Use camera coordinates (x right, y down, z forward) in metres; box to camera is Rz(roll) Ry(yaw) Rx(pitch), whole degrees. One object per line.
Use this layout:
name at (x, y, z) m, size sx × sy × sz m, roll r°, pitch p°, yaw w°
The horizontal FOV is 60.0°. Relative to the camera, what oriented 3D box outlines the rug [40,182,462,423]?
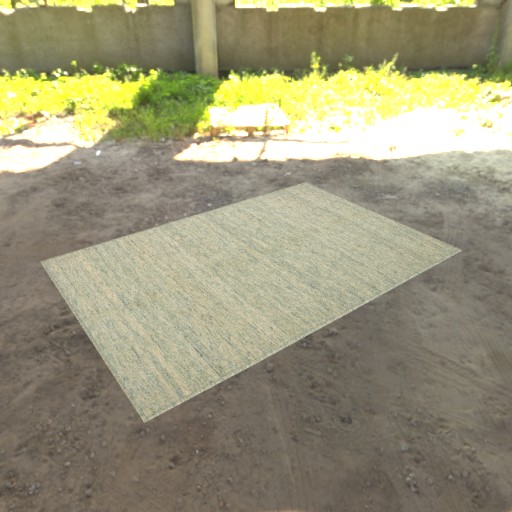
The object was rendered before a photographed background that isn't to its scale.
rug at (0.000, 0.000, 2.344) m, size 1.850 × 0.015 × 1.250 m, roll -21°, pitch 37°, yaw -31°
